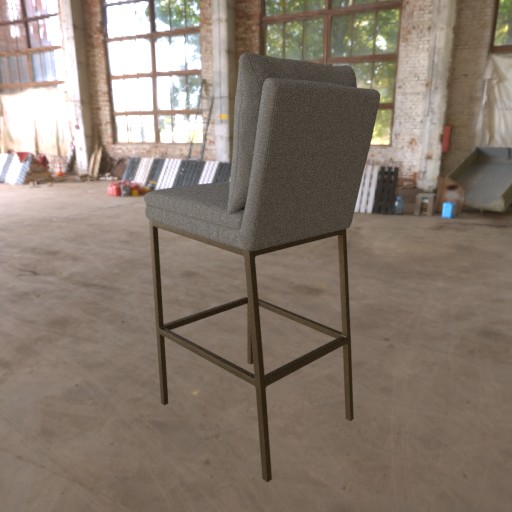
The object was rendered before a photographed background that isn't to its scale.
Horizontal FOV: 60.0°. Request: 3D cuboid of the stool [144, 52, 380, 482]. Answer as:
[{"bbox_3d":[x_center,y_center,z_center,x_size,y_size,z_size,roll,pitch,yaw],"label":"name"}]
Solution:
[{"bbox_3d":[0.000,0.000,1.416,0.463,1.132,0.569,-14,21,-41],"label":"stool"}]
